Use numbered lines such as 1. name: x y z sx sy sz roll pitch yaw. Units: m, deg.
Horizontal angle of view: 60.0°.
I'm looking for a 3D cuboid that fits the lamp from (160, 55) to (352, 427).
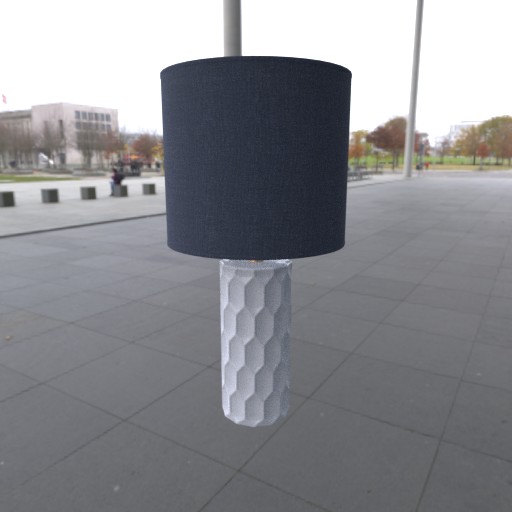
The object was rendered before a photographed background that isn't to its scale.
1. lamp: 0.000 0.000 0.707 0.277 0.537 0.277 -11 16 -42
